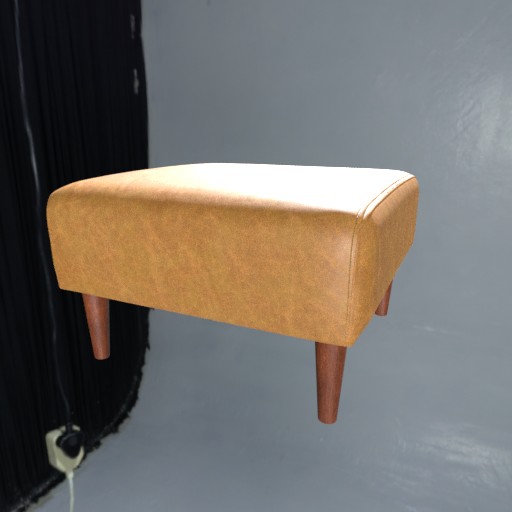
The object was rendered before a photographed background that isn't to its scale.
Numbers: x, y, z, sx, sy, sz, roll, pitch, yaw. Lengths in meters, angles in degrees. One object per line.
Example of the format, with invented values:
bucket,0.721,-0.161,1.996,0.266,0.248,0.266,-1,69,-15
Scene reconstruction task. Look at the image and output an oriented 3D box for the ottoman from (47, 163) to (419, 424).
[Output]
ottoman,0.000,0.000,1.047,0.650,0.399,0.650,7,18,24
